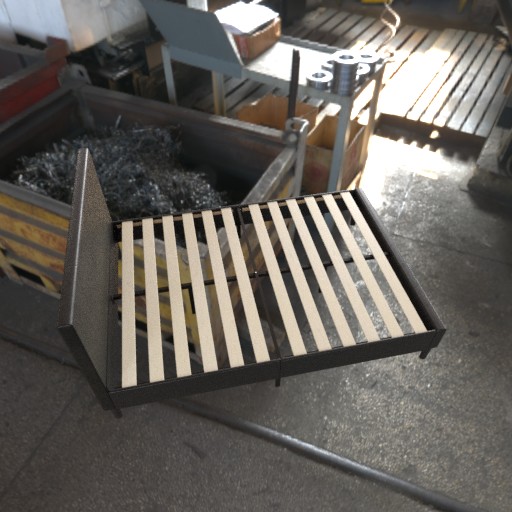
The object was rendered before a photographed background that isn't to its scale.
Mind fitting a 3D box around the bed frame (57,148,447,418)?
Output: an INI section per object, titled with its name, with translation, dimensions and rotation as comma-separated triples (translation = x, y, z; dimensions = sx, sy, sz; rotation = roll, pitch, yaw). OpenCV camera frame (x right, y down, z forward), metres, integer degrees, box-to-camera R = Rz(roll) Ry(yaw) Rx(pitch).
[bed frame]
translation = 0.000, 0.000, 3.019
dimensions = 2.152, 1.046, 1.469
rotation = -9, 47, -8
